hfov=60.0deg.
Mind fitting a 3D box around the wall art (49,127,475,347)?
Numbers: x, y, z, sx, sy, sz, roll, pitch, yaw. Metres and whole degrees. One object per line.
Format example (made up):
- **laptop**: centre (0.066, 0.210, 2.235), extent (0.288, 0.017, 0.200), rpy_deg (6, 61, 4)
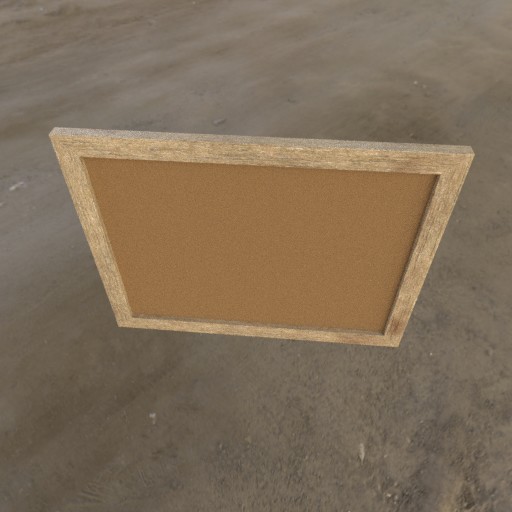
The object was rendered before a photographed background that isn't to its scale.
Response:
- **wall art**: centre (0.000, 0.000, 0.913), extent (0.690, 0.535, 0.026), rpy_deg (4, 45, 4)
